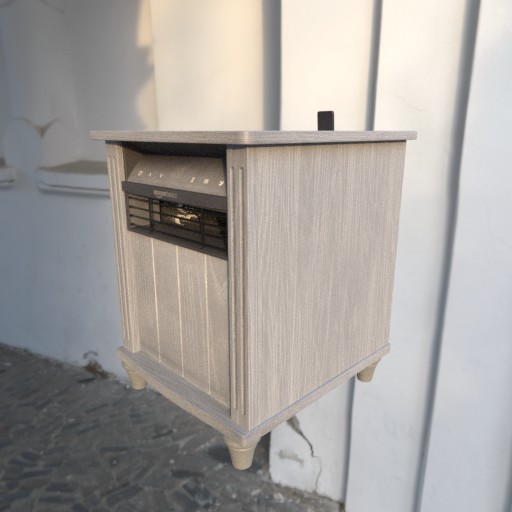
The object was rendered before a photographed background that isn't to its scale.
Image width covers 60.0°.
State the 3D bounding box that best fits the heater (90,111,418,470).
[{"bbox_3d":[0.000,0.000,0.756,0.400,0.481,0.362,-15,22,-42],"label":"heater"}]
